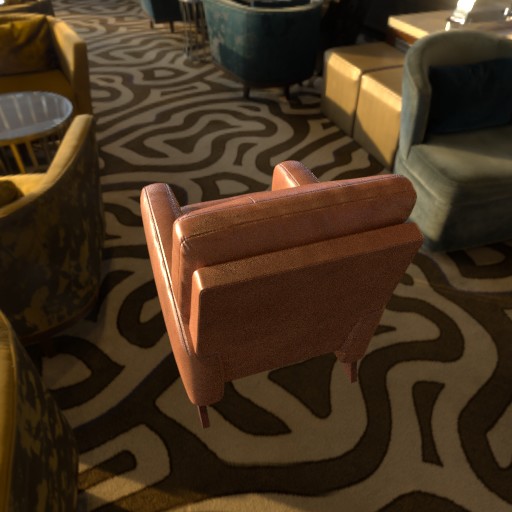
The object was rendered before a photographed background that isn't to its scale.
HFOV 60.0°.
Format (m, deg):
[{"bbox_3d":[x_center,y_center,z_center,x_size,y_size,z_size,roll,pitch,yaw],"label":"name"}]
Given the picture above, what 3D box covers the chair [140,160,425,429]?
[{"bbox_3d":[0.000,0.000,1.677,0.762,0.990,0.990,-12,43,-14],"label":"chair"}]
